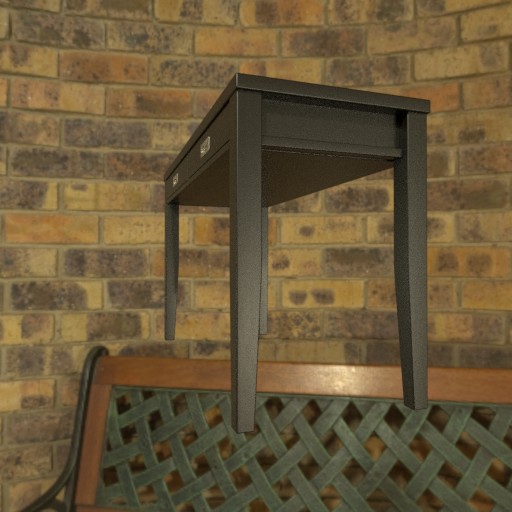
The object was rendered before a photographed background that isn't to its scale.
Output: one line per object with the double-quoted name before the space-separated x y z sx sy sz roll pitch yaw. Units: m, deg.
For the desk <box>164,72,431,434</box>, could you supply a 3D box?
"desk" 0.000 0.000 1.600 0.508 0.775 1.220 0 0 -19
